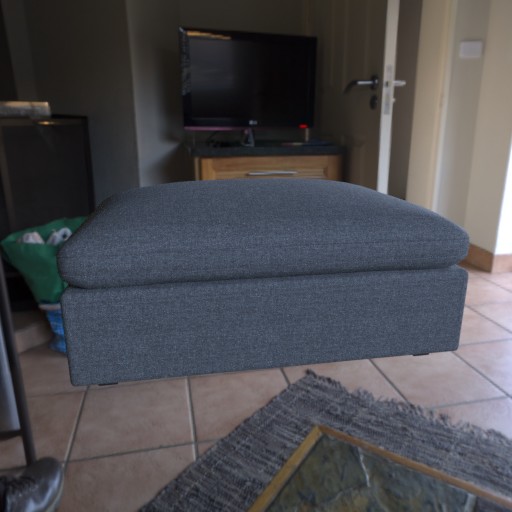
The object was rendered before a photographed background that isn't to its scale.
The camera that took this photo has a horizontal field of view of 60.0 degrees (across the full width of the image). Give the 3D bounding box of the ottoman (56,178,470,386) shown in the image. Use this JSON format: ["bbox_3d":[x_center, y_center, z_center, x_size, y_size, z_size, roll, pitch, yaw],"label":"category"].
[{"bbox_3d":[0.000,0.000,1.426,1.041,0.483,0.711,-3,17,-10],"label":"ottoman"}]
